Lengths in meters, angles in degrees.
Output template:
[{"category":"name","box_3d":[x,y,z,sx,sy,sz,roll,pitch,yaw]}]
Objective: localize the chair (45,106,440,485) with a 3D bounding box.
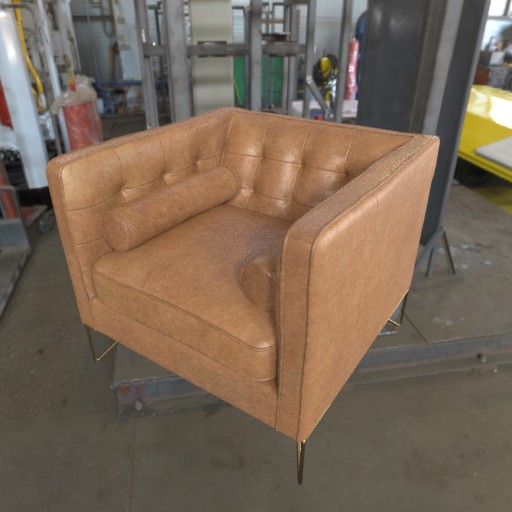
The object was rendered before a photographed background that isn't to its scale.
[{"category":"chair","box_3d":[0.000,0.000,1.570,0.920,0.797,0.912,19,34,29]}]
